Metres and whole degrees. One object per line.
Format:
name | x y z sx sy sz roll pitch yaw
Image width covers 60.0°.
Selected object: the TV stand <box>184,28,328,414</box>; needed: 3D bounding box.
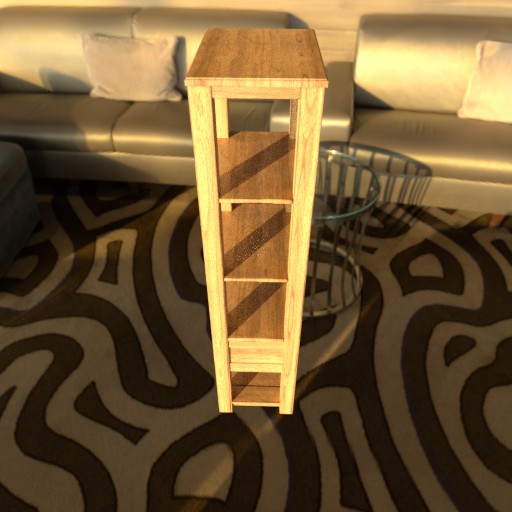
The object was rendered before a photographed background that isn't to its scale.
TV stand | 0.000 0.000 2.088 0.435 1.828 0.565 1 40 1
